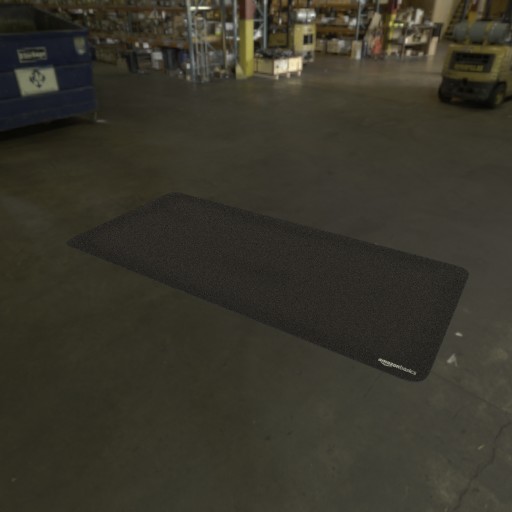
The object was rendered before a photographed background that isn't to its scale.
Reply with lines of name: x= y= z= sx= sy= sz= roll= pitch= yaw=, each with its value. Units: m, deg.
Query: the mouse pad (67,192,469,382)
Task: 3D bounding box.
mouse pad: x=0.000 y=0.000 z=1.075 sx=0.907 sy=0.003 sz=0.424 roll=18 pitch=34 yaw=28
